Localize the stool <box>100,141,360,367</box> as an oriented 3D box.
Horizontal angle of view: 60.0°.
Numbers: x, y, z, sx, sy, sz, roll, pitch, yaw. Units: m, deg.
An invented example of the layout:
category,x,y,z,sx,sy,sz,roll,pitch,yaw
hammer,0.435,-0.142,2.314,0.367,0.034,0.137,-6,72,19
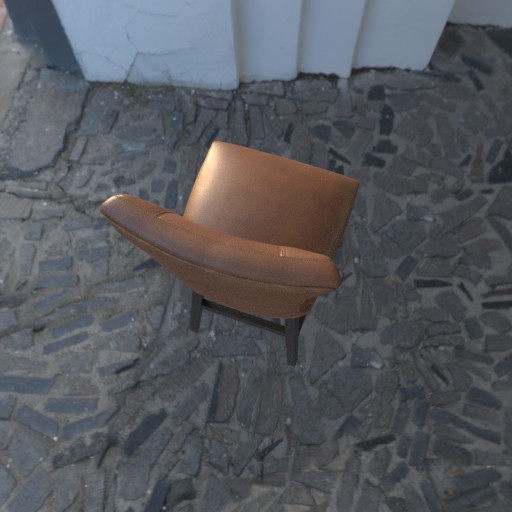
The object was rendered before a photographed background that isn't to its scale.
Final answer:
category,x,y,z,sx,sy,sz,roll,pitch,yaw
stool,0.000,0.000,1.447,0.522,1.094,0.585,18,66,8
